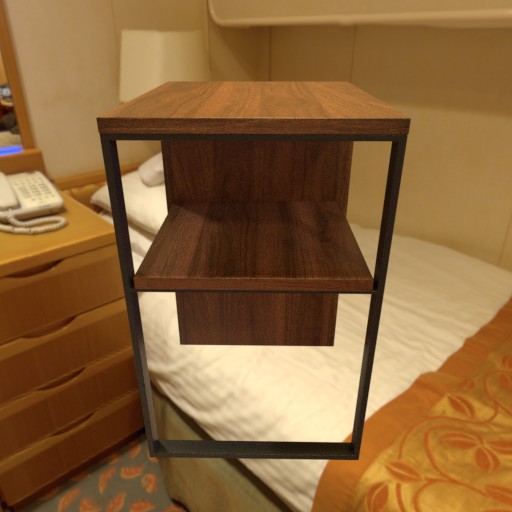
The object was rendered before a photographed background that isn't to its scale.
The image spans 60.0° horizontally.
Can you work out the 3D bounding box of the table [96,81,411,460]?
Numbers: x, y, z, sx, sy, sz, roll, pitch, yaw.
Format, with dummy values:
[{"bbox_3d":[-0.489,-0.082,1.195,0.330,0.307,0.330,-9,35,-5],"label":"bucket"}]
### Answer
[{"bbox_3d":[0.000,0.000,1.511,0.660,1.041,0.786,0,27,1],"label":"table"}]
